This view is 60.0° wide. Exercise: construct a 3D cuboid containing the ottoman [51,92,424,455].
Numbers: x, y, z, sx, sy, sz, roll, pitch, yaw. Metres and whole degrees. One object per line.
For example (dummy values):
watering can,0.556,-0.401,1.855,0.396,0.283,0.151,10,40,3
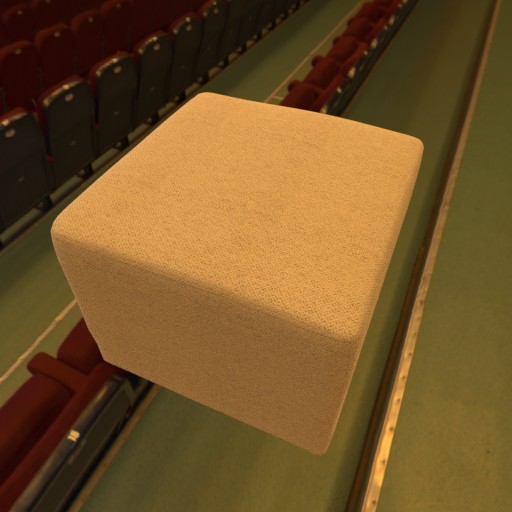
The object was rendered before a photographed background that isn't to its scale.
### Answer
ottoman,0.000,0.000,0.915,0.512,0.453,0.521,18,49,16
